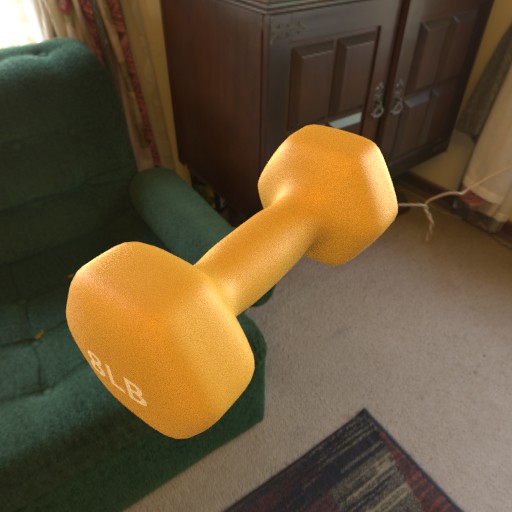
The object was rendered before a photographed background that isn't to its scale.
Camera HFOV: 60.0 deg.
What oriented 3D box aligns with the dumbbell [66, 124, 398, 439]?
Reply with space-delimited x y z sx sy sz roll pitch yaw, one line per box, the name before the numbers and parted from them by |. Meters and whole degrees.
dumbbell | 0.000 0.000 0.235 0.090 0.082 0.190 26 47 28
